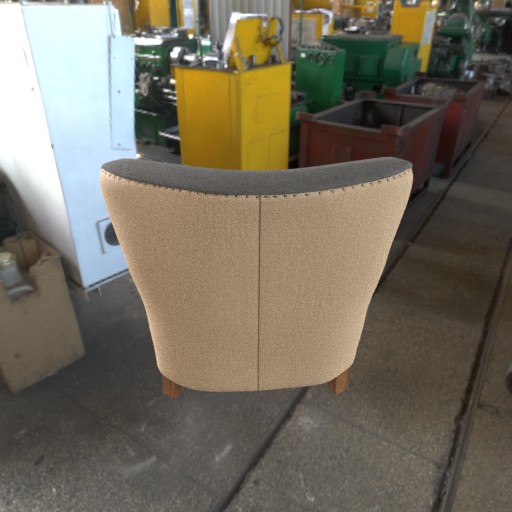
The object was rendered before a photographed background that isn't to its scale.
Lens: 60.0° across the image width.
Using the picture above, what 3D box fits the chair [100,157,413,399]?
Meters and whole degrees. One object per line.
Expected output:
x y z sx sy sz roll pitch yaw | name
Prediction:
0.000 0.000 1.642 0.861 0.936 0.921 -1 31 -1 | chair
